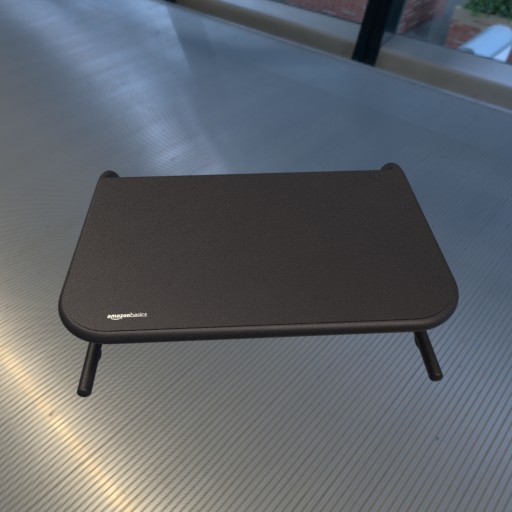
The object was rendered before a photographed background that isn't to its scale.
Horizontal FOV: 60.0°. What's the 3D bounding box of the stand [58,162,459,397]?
[{"bbox_3d":[0.000,0.000,0.508,0.370,0.108,0.280,-2,46,-2],"label":"stand"}]
